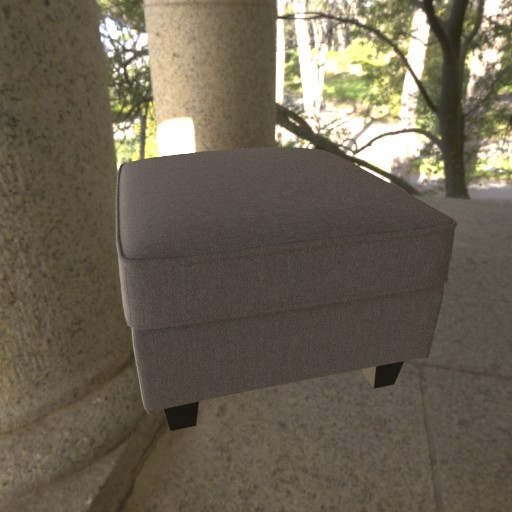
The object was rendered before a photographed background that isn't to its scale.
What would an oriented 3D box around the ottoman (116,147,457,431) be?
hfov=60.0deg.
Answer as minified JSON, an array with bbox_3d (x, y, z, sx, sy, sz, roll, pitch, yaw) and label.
[{"bbox_3d":[0.000,0.000,1.414,0.808,0.612,0.871,-7,27,-14],"label":"ottoman"}]
